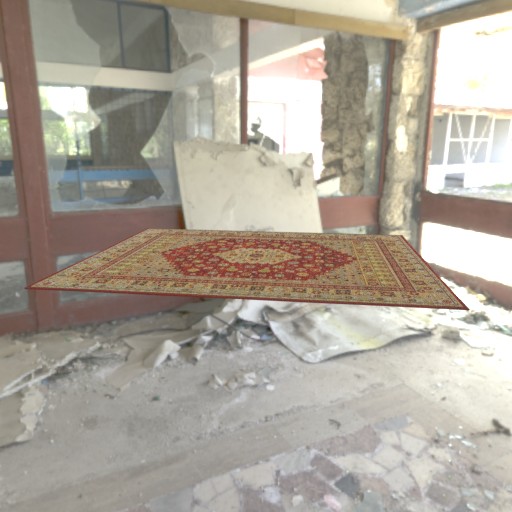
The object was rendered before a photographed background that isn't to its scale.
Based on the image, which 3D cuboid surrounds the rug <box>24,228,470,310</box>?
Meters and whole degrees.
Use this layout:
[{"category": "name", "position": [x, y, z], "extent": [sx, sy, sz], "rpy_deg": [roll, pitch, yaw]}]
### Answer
[{"category": "rug", "position": [0.000, 0.000, 4.133], "extent": [3.053, 0.013, 2.387], "rpy_deg": [2, 14, 8]}]
